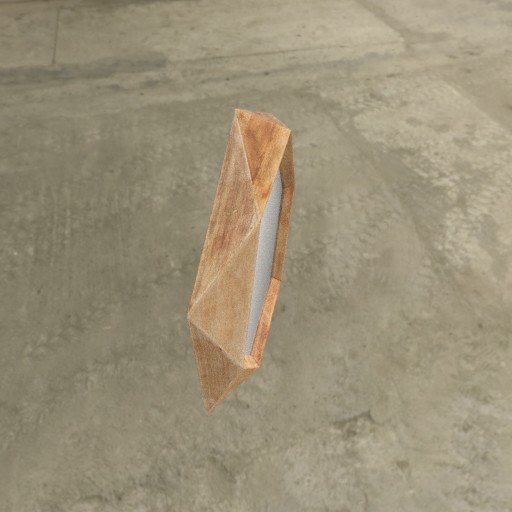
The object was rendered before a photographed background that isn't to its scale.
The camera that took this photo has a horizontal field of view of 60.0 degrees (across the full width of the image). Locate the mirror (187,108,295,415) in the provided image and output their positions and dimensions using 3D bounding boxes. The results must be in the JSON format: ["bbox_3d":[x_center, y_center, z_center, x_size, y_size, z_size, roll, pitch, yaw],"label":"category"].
[{"bbox_3d":[0.000,0.000,1.096,0.091,0.779,0.675,10,48,9],"label":"mirror"}]
